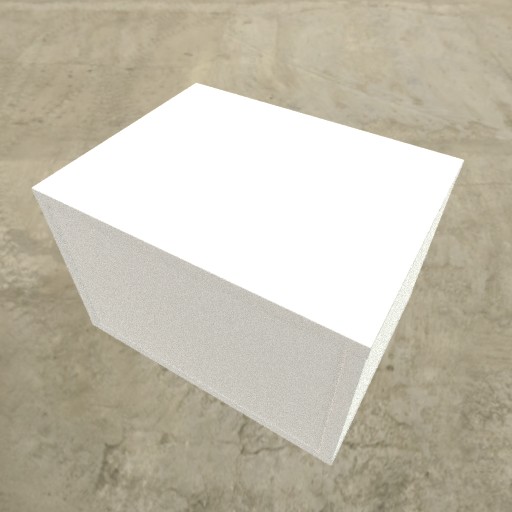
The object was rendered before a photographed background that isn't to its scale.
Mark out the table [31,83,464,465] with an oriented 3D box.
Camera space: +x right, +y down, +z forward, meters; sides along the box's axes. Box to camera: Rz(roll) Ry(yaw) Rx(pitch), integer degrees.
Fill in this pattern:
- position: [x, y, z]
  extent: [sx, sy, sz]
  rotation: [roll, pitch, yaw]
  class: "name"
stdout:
- position: [0.000, 0.000, 0.792]
  extent: [0.517, 0.357, 0.399]
  rotation: [24, 50, 21]
  class: "table"
